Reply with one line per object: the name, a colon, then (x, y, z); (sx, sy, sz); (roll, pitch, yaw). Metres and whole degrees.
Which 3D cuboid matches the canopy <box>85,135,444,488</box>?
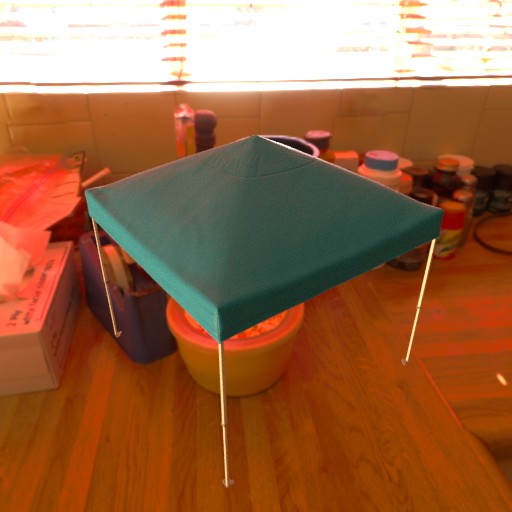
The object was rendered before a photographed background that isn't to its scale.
canopy: (0.000, 0.000, 5.502); (2.996, 2.997, 2.998); (-21, 36, -31)
